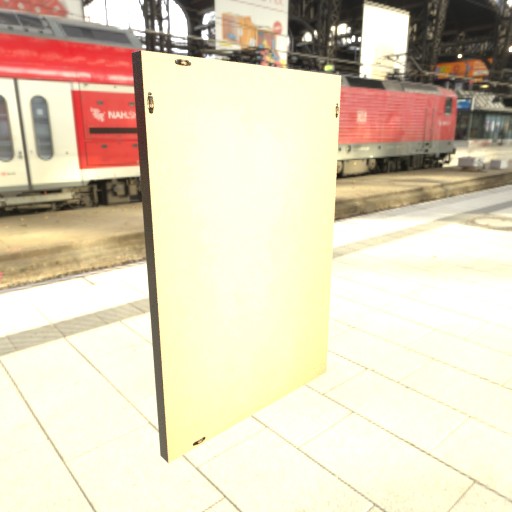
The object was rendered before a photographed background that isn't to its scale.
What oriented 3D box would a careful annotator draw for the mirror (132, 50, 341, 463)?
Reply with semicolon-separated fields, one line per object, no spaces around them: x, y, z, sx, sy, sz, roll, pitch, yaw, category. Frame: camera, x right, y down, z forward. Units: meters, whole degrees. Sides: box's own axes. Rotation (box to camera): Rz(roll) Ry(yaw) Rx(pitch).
0.000;0.000;1.152;0.609;0.915;0.041;-15;22;-41;mirror
